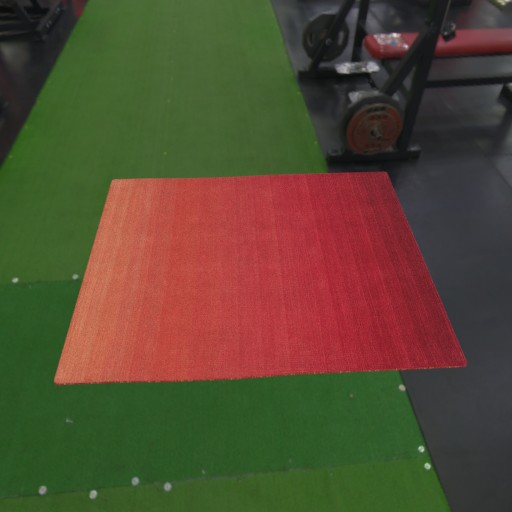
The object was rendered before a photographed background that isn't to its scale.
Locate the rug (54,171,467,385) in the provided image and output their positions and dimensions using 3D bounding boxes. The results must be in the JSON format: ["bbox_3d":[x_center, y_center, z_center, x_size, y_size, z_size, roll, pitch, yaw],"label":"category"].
[{"bbox_3d":[0.000,0.000,3.883,2.905,0.028,2.340,-2,46,-2],"label":"rug"}]
